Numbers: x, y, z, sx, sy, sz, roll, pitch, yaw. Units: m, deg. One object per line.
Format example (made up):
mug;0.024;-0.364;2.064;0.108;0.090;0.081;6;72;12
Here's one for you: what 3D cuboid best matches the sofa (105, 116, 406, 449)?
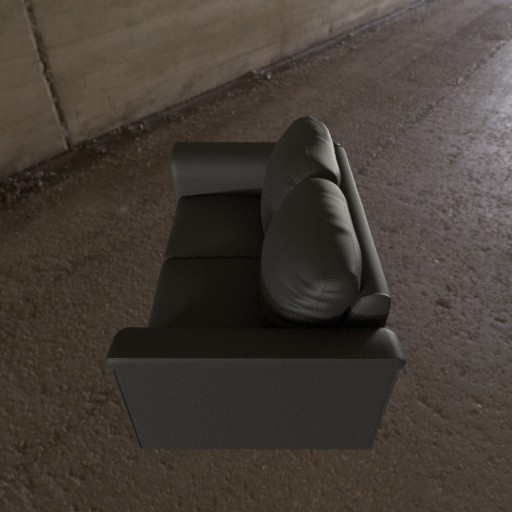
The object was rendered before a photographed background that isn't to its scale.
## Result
sofa;0.000;0.000;1.934;0.887;0.845;1.386;0;41;0
